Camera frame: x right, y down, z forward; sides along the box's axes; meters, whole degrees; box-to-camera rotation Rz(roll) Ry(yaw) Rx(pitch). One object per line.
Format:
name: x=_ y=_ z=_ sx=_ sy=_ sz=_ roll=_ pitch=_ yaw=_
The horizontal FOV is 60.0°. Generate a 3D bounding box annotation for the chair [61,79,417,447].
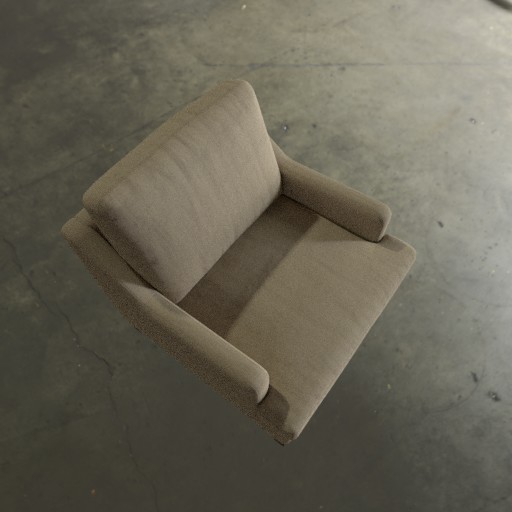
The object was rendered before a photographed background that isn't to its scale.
chair: x=0.000 y=0.000 z=1.719 sx=1.001 sy=0.916 sz=0.912 roll=33 pitch=64 yaw=19
